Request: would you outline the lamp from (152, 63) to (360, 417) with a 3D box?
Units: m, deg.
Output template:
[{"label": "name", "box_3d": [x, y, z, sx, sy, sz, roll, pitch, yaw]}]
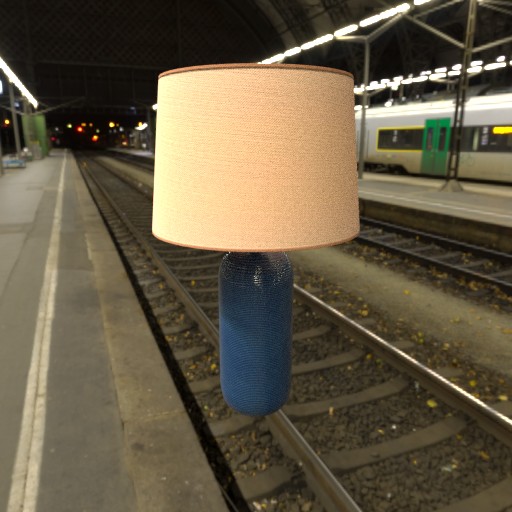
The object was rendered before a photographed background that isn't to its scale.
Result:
[{"label": "lamp", "box_3d": [0.000, 0.000, 0.818, 0.367, 0.609, 0.367, 0, 15, 0]}]
